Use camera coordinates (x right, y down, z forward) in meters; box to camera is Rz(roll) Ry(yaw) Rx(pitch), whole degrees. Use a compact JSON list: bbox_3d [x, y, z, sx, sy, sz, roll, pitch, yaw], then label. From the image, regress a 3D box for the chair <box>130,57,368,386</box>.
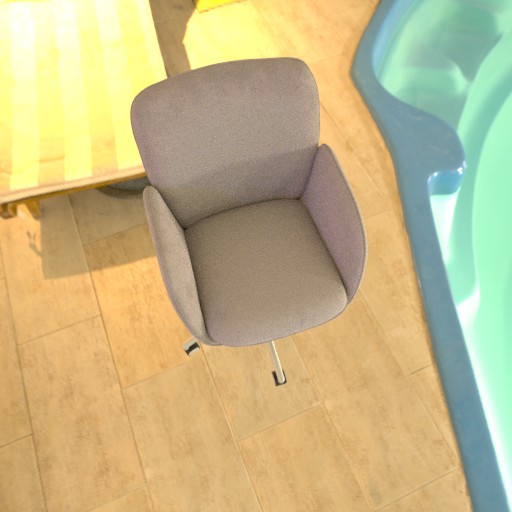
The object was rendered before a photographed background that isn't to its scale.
[{"bbox_3d":[0.000,0.000,1.405,0.648,0.959,0.654,-15,64,-8],"label":"chair"}]
